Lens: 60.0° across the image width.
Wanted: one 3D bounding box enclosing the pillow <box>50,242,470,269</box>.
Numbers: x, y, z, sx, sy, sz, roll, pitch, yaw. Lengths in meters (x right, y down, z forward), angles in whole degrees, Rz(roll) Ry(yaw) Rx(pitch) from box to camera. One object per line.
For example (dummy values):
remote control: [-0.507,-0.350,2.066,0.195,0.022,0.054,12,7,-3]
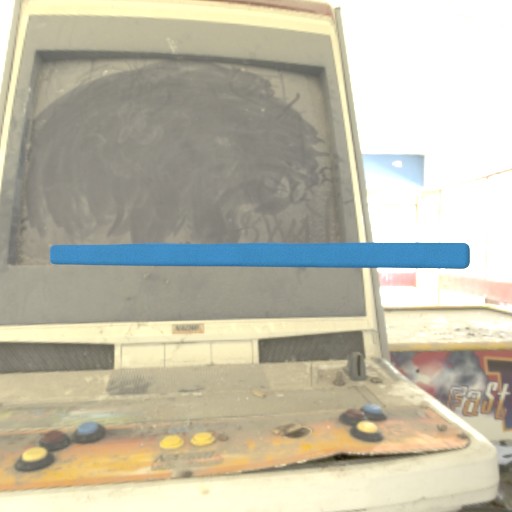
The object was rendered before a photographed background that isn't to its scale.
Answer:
pillow: [0.000,0.000,1.371,1.187,0.081,0.492,0,1,18]
